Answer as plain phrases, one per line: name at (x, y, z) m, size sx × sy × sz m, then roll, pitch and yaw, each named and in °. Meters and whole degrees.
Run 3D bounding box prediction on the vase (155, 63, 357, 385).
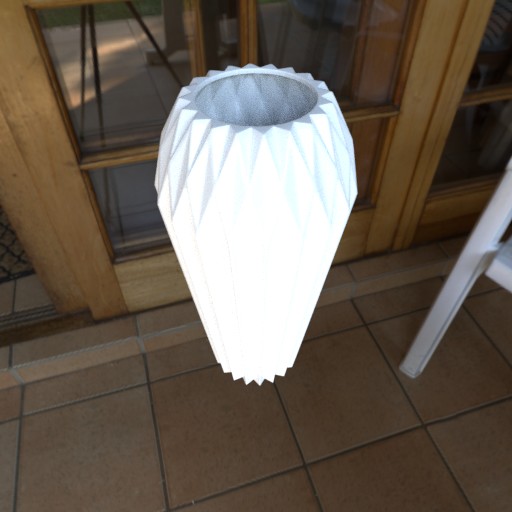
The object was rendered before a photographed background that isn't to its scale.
vase at (0.000, 0.000, 0.346) m, size 0.133 × 0.263 × 0.133 m, roll 0°, pitch 46°, yaw 0°
